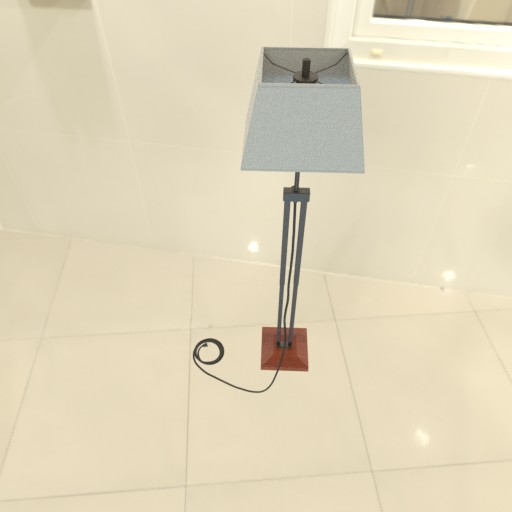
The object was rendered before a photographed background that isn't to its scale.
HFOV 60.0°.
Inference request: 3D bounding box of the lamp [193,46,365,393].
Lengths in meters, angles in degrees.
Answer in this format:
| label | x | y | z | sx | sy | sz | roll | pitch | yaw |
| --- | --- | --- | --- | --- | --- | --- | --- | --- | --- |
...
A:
| label | x | y | z | sx | sy | sz | roll | pitch | yaw |
| --- | --- | --- | --- | --- | --- | --- | --- | --- | --- |
| lamp | 0.000 | 0.000 | 1.987 | 0.745 | 1.712 | 0.472 | 2 | 46 | 2 |
